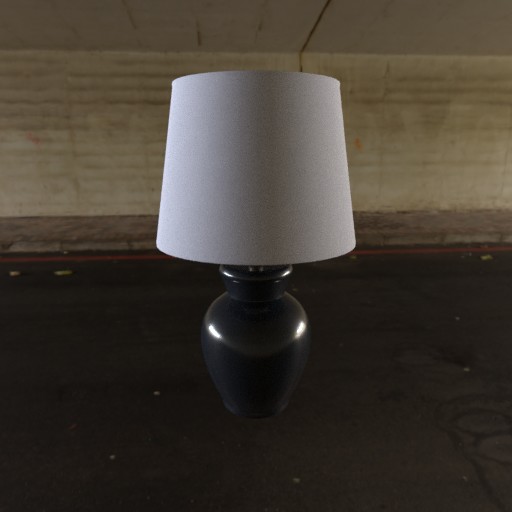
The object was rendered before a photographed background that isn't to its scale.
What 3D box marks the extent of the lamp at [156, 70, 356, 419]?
[{"bbox_3d":[0.000,0.000,0.549,0.239,0.399,0.239,0,13,0],"label":"lamp"}]
